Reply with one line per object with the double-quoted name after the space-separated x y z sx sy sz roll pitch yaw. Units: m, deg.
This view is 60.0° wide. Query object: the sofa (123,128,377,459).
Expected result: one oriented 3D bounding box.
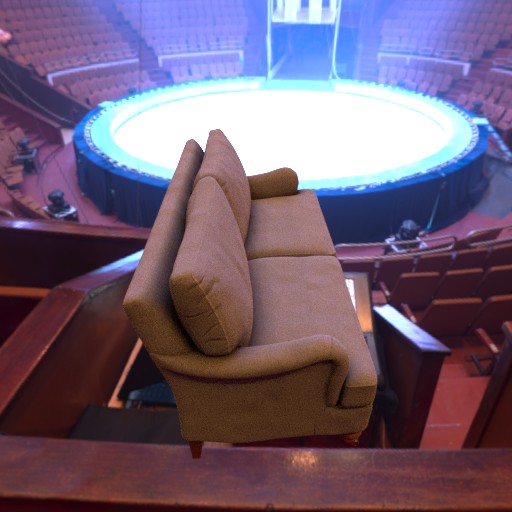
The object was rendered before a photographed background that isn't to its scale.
0.000 0.000 2.810 1.069 1.096 2.193 -1 31 -1 "sofa"
